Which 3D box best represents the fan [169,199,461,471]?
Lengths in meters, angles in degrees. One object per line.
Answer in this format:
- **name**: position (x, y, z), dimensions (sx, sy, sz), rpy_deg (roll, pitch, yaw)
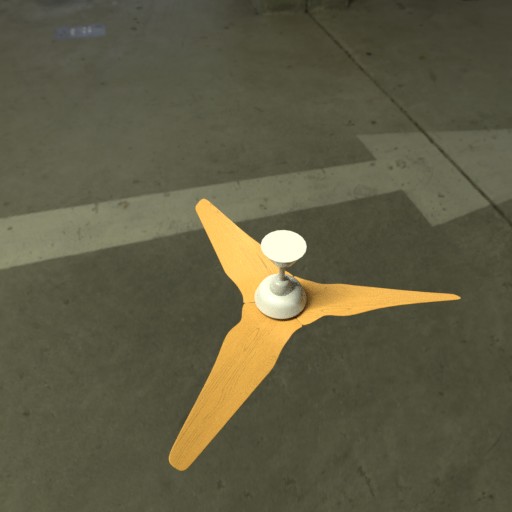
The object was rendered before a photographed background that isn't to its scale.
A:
- **fan**: position (0.000, 0.000, 1.615), dimensions (1.142, 0.355, 1.010), rpy_deg (-25, 51, -22)
